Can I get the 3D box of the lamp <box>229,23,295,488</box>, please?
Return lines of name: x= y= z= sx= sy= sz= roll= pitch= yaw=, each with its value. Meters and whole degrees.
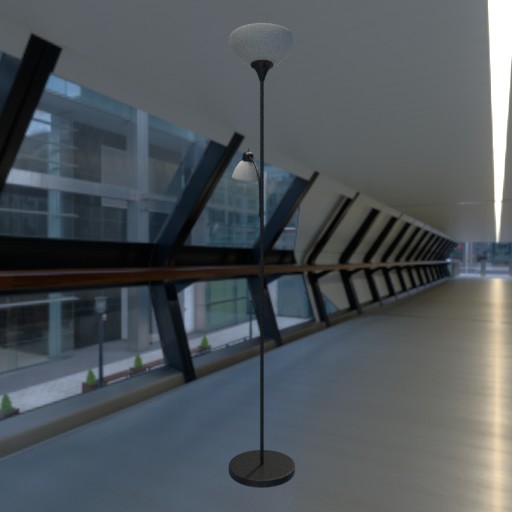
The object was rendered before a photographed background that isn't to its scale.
lamp: x=0.000 y=0.000 z=1.935 sx=0.279 sy=1.804 sz=0.442 roll=0 pitch=0 yaw=-17
